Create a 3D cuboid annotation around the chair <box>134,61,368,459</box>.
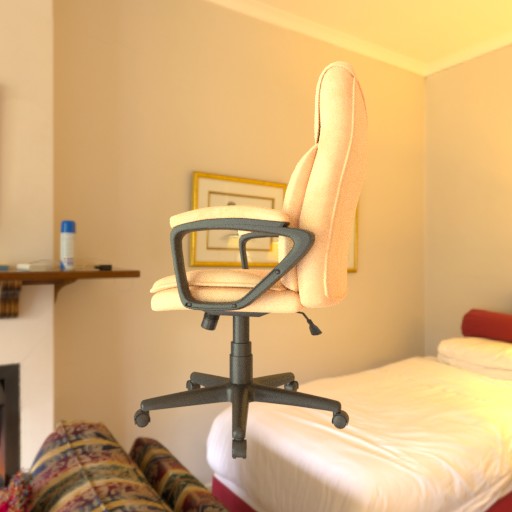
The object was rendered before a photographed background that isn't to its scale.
[{"bbox_3d":[0.000,0.000,1.517,0.724,1.105,0.667,0,0,18],"label":"chair"}]
